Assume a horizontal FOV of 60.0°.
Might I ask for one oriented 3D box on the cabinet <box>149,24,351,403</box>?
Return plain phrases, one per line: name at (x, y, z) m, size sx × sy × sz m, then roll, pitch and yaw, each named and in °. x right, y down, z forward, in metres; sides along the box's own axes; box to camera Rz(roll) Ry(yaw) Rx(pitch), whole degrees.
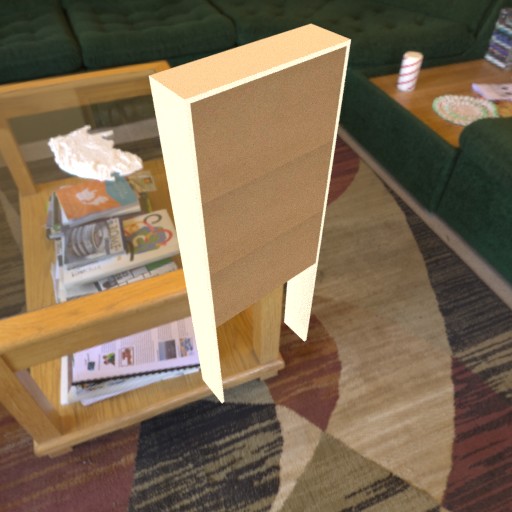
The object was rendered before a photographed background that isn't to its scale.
cabinet at (0.000, 0.000, 1.995) m, size 0.643 × 1.770 × 0.192 m, roll -31°, pitch 54°, yaw -26°
